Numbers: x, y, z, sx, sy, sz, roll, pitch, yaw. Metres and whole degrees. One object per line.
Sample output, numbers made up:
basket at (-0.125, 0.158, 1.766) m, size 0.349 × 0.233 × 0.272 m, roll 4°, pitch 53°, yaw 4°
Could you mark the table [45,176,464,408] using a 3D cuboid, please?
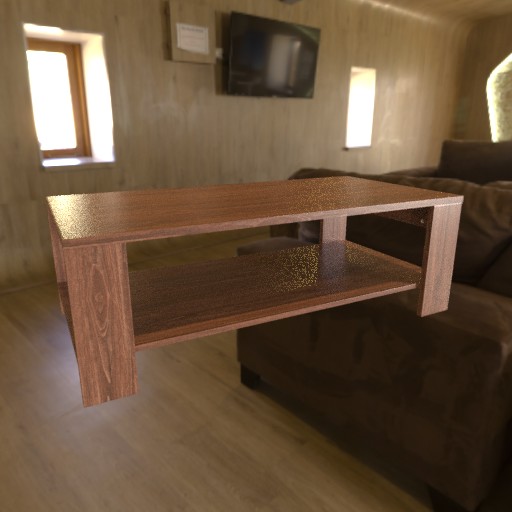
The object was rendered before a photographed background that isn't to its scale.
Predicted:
table at (0.000, 0.000, 1.478) m, size 1.200 × 0.400 × 0.600 m, roll -9°, pitch 19°, yaw -26°
